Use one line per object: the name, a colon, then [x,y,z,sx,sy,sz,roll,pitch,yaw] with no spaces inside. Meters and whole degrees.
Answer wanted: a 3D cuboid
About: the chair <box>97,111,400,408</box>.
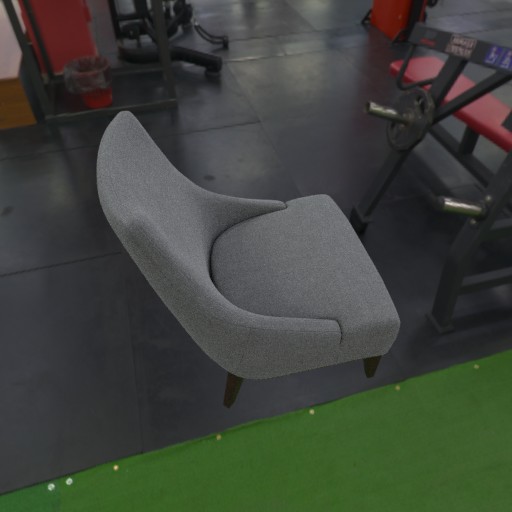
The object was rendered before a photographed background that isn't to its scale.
chair: [0.000,0.000,1.541,0.861,0.909,0.701,-10,47,-9]
